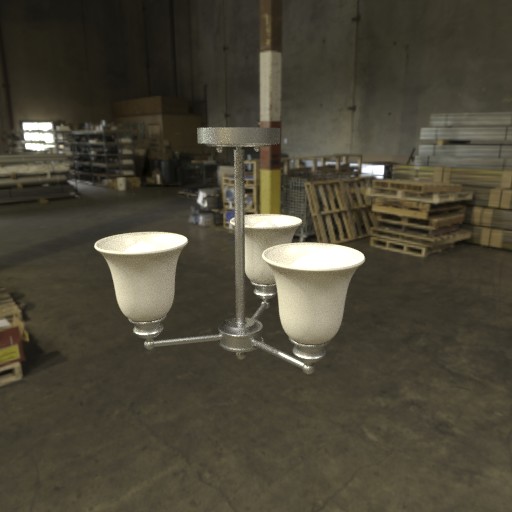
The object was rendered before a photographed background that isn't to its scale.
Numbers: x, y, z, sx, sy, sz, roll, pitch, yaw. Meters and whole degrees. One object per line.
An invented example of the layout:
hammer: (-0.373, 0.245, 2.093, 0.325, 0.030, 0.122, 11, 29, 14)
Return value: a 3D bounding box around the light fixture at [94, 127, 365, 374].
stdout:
light fixture: (0.000, 0.000, 0.666, 0.388, 0.370, 0.354, -13, 20, -41)
